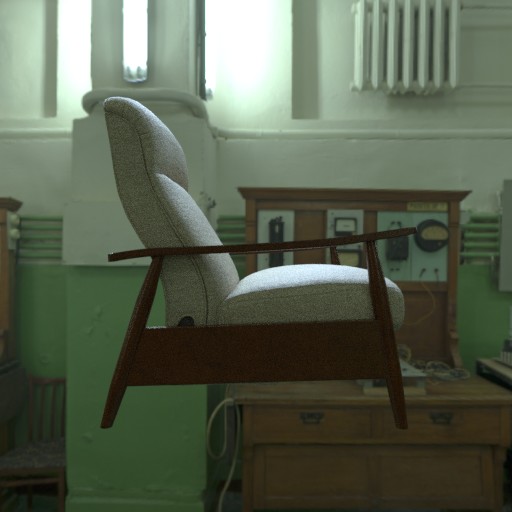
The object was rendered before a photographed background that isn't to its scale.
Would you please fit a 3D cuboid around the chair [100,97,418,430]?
[{"bbox_3d":[0.000,0.000,1.751,1.014,1.082,0.762,0,0,0],"label":"chair"}]
